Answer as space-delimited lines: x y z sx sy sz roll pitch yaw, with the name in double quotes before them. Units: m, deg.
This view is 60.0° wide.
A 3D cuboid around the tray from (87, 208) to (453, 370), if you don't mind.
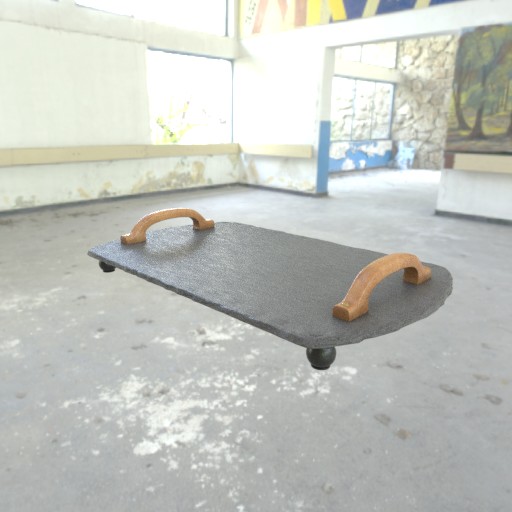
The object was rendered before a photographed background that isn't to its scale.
"tray" 0.000 0.000 0.473 0.387 0.062 0.231 15 22 42
